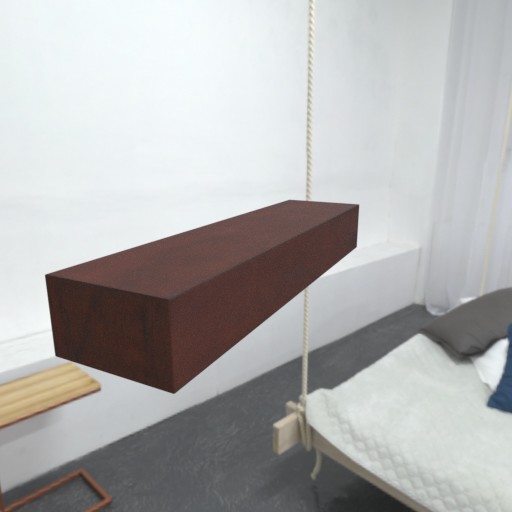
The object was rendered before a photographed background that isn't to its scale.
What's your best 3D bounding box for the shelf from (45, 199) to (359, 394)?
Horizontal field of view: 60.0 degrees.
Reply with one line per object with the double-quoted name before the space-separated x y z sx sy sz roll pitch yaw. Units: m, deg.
"shelf" 0.000 0.000 0.672 0.152 0.088 0.607 8 17 26
